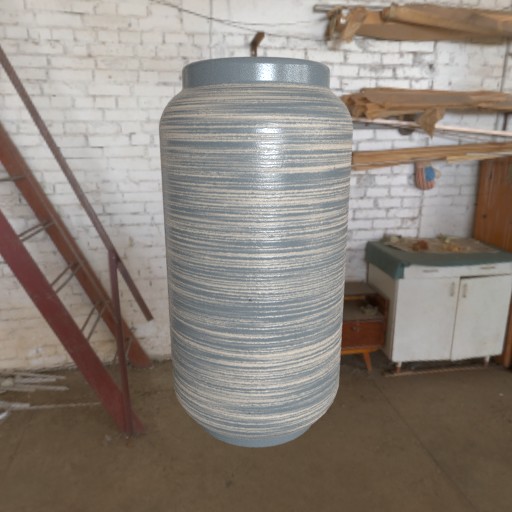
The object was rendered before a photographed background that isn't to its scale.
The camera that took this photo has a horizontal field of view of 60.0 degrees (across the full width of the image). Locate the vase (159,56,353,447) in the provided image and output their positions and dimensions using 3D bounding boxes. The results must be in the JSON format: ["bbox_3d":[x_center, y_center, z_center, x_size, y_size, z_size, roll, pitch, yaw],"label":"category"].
[{"bbox_3d":[0.000,0.000,0.292,0.116,0.230,0.116,0,15,0],"label":"vase"}]
